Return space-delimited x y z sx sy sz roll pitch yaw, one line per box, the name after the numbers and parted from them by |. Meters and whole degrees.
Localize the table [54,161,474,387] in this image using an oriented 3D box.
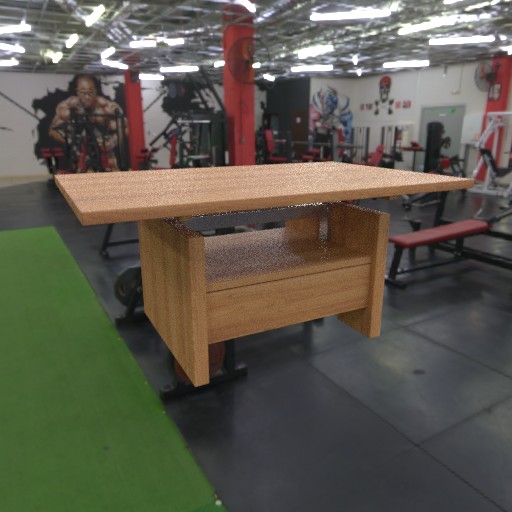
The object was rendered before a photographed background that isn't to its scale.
0.000 0.000 1.444 1.100 0.510 0.700 -9 19 -26 | table
